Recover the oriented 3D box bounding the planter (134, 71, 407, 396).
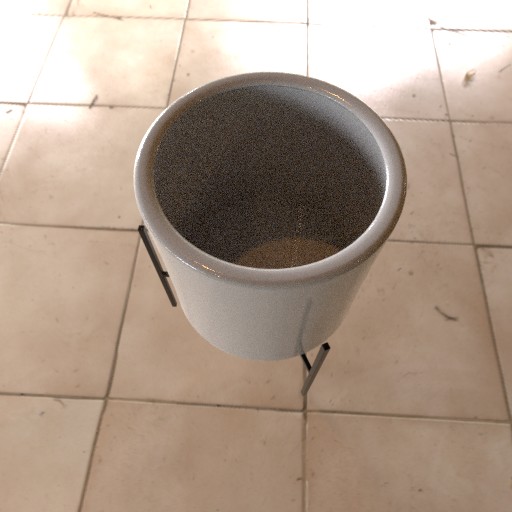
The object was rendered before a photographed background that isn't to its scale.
[{"bbox_3d":[0.000,0.000,0.744,0.361,0.480,0.360,2,62,1],"label":"planter"}]
